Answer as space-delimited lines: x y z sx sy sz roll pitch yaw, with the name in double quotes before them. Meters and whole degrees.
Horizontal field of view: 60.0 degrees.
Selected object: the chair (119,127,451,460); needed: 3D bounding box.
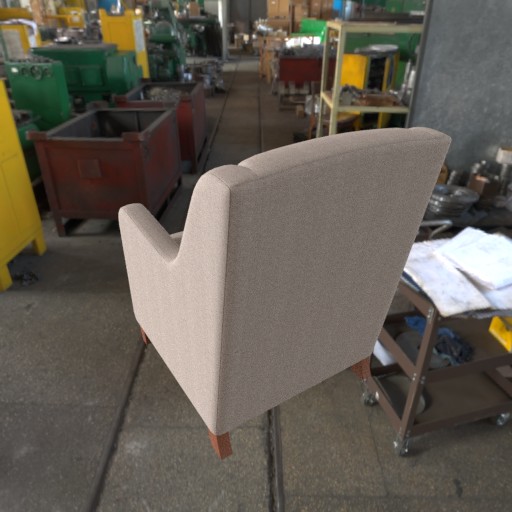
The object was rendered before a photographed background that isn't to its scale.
"chair" 0.000 0.000 1.585 0.715 1.017 0.890 -18 34 -29
